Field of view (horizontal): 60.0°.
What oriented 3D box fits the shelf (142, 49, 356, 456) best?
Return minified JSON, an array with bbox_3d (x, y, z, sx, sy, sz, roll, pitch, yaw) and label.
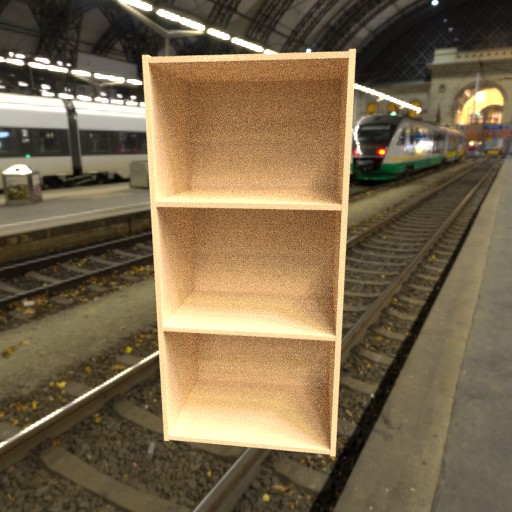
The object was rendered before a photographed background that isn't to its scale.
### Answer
[{"bbox_3d":[0.000,0.000,1.095,0.417,0.876,0.292,2,14,8],"label":"shelf"}]
